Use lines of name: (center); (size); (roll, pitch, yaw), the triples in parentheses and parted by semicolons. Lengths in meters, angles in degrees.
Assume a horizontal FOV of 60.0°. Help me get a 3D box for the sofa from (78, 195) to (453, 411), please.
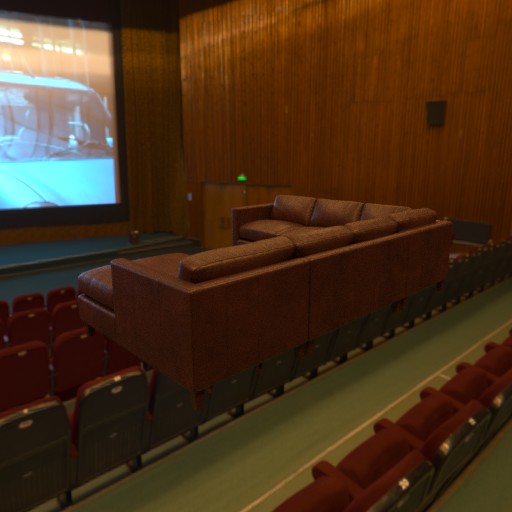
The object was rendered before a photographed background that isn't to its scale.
sofa: (0.000, 0.000, 4.394); (3.324, 0.891, 2.452); (-13, 19, -42)
